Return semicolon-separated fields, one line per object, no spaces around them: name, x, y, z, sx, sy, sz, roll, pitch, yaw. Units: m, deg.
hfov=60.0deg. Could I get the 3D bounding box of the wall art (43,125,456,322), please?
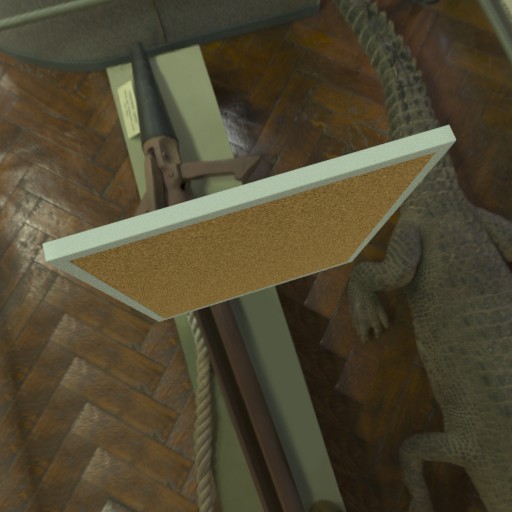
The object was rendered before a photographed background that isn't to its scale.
wall art;0.000;0.000;0.718;0.444;0.536;0.020;-17;76;-4
